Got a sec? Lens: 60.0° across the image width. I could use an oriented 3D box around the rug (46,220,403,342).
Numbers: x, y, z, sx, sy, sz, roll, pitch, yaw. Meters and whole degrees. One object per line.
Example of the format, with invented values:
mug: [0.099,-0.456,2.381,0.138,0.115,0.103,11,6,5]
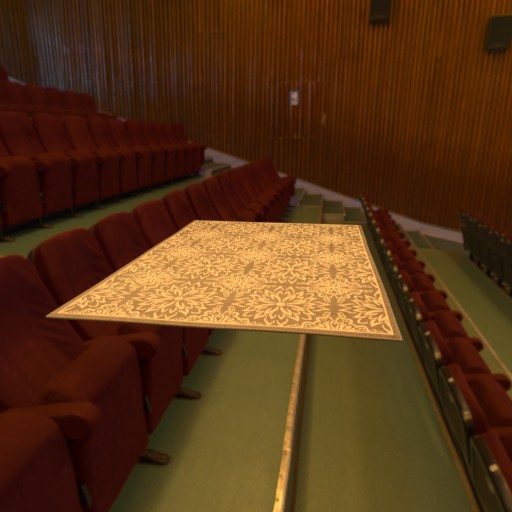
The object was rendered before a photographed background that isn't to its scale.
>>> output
rug: [0.000,0.000,2.358,1.224,0.012,1.847,2,15,9]
